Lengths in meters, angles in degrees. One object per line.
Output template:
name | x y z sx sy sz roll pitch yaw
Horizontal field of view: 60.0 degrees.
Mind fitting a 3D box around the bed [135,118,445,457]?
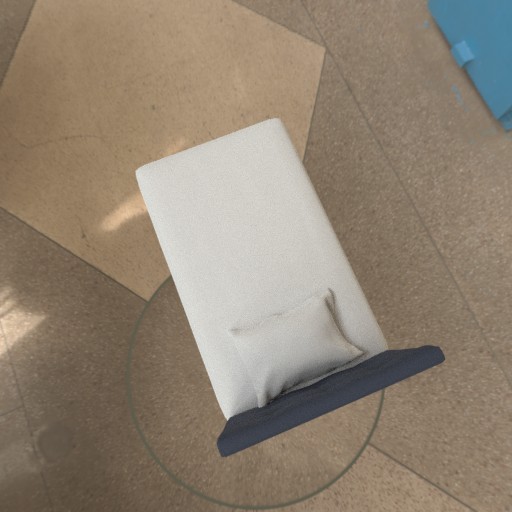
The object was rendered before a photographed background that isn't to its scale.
bed | 0.000 0.000 2.993 1.261 1.571 1.997 -22 77 -5
